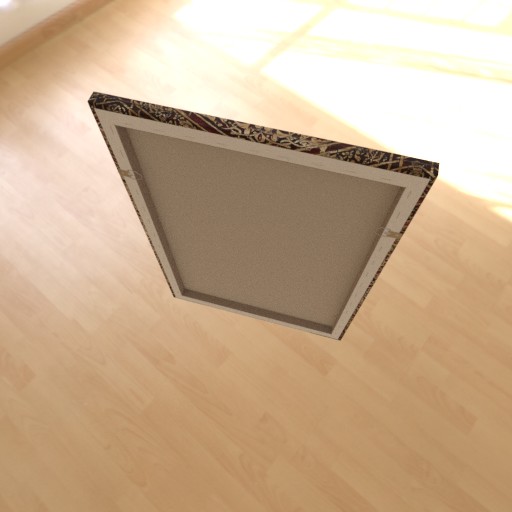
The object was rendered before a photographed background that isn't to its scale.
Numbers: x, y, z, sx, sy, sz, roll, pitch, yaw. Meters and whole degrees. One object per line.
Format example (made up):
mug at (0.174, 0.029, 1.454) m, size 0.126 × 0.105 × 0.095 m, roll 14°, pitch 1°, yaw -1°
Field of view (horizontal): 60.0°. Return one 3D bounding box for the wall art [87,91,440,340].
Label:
wall art at (0.000, 0.000, 0.754) m, size 0.397 × 0.599 × 0.020 m, roll 14°, pitch 64°, yaw 7°
